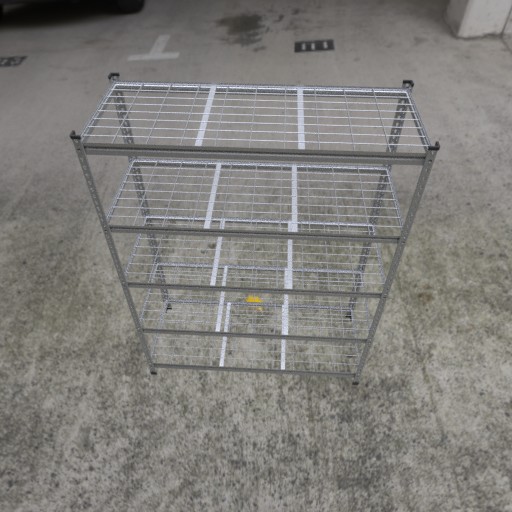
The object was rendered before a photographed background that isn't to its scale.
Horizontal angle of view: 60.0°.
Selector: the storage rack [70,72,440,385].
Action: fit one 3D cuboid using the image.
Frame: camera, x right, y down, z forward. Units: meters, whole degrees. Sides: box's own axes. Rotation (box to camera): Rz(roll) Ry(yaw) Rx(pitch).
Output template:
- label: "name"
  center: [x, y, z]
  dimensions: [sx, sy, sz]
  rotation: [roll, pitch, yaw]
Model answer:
- label: "storage rack"
  center: [0.000, 0.000, 2.734]
  dimensions: [1.524, 1.981, 0.610]
  rotation: [2, 46, 2]
